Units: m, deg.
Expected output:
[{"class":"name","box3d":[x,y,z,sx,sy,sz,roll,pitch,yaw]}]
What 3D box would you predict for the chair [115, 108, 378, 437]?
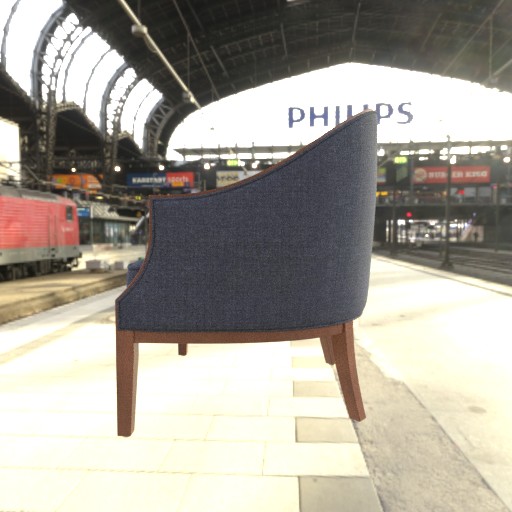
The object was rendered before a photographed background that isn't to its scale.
[{"class":"chair","box3d":[0.000,0.000,1.461,0.735,0.876,0.803,0,3,2]}]
